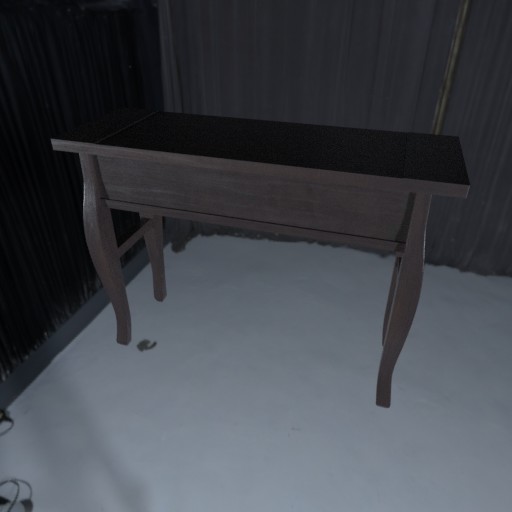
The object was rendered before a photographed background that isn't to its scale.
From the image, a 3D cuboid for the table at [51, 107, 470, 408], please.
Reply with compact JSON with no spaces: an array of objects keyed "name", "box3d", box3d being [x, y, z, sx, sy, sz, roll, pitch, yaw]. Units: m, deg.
[{"name":"table","box3d":[0.000,0.000,1.421,1.062,0.768,0.373,10,34,15]}]
